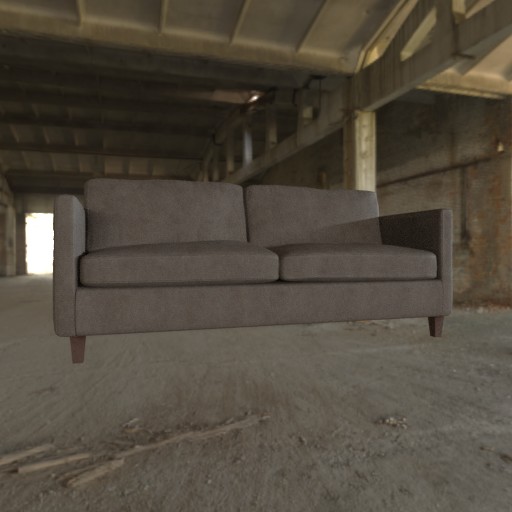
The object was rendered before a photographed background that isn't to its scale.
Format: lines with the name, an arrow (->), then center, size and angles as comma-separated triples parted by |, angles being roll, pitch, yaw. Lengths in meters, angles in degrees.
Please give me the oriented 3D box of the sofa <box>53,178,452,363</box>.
sofa -> 0.000, 0.000, 2.728 | 2.208, 0.965, 0.951 | 0, 1, -18
